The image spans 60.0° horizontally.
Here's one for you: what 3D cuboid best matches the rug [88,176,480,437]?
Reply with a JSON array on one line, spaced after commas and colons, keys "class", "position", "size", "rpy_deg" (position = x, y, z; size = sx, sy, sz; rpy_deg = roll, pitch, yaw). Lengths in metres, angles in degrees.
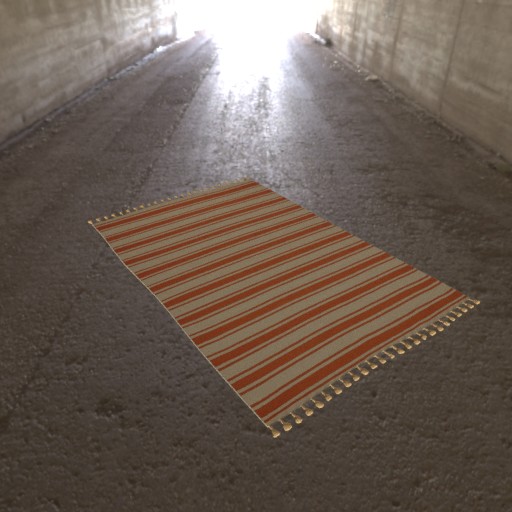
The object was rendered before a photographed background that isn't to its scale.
[{"class": "rug", "position": [0.000, 0.000, 3.074], "size": [1.556, 0.022, 2.433], "rpy_deg": [-21, 38, -30]}]
